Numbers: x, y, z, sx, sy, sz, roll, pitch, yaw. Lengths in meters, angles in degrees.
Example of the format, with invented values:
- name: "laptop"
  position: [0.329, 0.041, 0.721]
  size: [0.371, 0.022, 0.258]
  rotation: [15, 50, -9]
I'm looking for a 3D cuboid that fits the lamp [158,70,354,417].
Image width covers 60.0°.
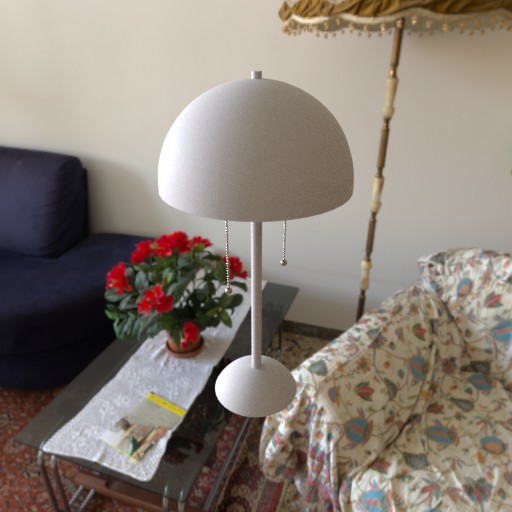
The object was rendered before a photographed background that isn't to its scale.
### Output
- name: "lamp"
  position: [0.000, 0.000, 0.428]
  size: [0.171, 0.330, 0.171]
  rotation: [0, 27, 0]
